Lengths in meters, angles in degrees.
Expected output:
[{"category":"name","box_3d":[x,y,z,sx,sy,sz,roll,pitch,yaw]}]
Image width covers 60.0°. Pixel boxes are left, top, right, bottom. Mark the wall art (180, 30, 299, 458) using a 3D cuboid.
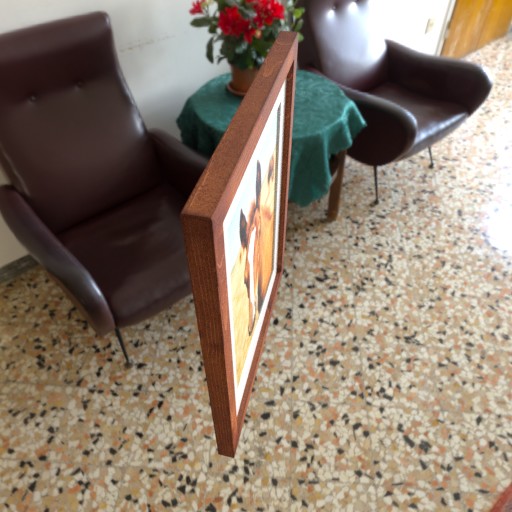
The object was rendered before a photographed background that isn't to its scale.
[{"category":"wall art","box_3d":[0.000,0.000,0.743,0.030,0.558,0.462,10,46,9]}]
